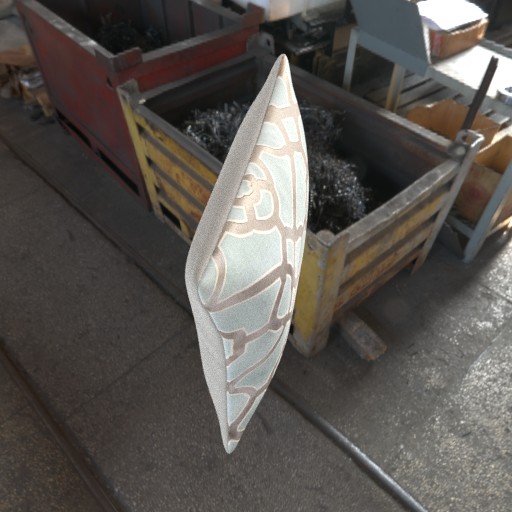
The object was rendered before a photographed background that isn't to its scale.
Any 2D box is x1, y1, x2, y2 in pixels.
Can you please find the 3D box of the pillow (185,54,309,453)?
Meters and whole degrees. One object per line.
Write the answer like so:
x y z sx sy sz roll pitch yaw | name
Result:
0.000 0.000 0.821 0.166 0.508 0.552 9 49 8 | pillow
